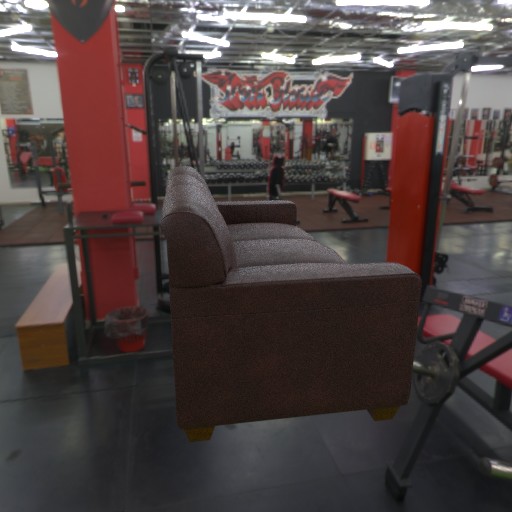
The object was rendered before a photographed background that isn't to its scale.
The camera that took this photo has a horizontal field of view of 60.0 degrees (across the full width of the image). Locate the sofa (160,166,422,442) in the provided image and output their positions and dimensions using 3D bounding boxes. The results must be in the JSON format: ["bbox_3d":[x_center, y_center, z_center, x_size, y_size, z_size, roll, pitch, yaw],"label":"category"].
[{"bbox_3d":[0.000,0.000,2.590,1.008,0.953,2.039,-3,15,-10],"label":"sofa"}]
